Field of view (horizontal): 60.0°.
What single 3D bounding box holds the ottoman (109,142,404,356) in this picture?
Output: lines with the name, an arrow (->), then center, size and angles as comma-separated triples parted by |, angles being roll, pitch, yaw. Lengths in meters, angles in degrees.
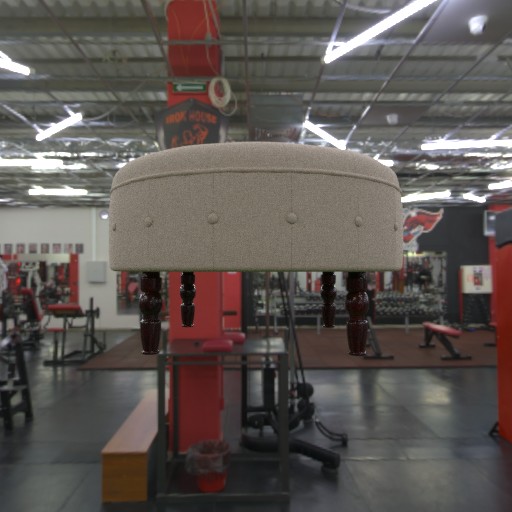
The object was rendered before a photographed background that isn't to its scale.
ottoman -> 0.000, 0.000, 1.346 | 0.848, 0.494, 0.848 | 0, -2, 0
